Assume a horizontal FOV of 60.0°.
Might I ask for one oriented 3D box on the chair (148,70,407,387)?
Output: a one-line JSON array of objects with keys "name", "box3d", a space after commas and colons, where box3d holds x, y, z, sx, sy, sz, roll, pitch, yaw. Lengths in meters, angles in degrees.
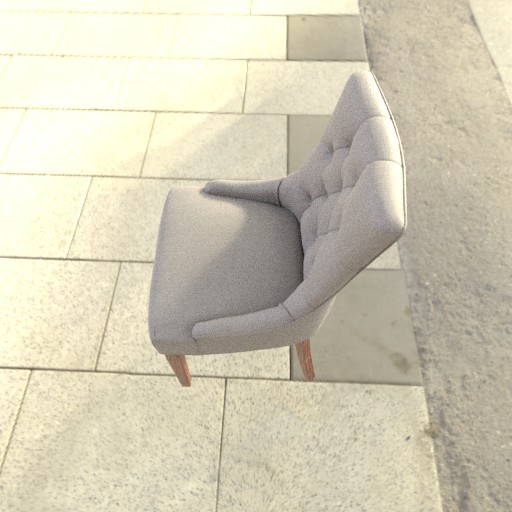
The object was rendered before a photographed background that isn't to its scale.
[{"name": "chair", "box3d": [0.000, 0.000, 1.222, 0.565, 0.874, 0.509, 0, 58, 0]}]
